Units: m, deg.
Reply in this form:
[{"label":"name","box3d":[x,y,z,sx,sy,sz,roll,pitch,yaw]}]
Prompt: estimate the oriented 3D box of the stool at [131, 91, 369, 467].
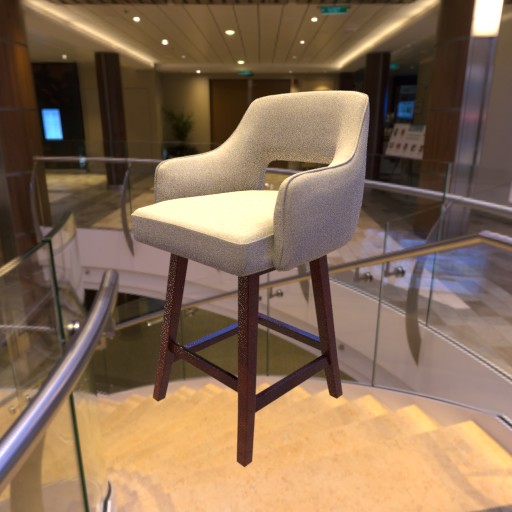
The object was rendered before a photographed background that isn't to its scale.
[{"label":"stool","box3d":[0.000,0.000,1.312,0.550,0.936,0.560,16,23,42]}]
